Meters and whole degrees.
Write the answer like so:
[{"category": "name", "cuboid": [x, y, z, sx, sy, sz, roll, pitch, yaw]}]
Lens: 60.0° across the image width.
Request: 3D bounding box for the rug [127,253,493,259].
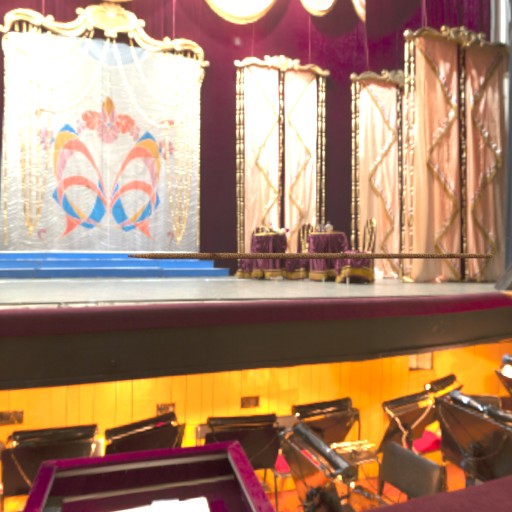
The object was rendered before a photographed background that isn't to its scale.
[{"category": "rug", "cuboid": [0.000, 0.000, 3.365, 1.801, 0.026, 2.701, 0, 0, -18]}]
